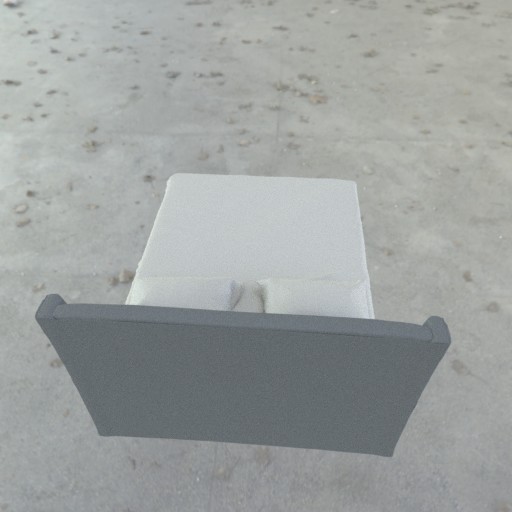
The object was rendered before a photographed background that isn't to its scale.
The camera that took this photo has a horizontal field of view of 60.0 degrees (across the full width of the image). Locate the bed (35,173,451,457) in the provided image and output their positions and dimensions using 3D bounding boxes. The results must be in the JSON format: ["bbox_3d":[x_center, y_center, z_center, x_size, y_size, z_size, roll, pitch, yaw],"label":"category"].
[{"bbox_3d":[0.000,0.000,3.240,1.925,1.332,2.276,3,45,3],"label":"bed"}]
